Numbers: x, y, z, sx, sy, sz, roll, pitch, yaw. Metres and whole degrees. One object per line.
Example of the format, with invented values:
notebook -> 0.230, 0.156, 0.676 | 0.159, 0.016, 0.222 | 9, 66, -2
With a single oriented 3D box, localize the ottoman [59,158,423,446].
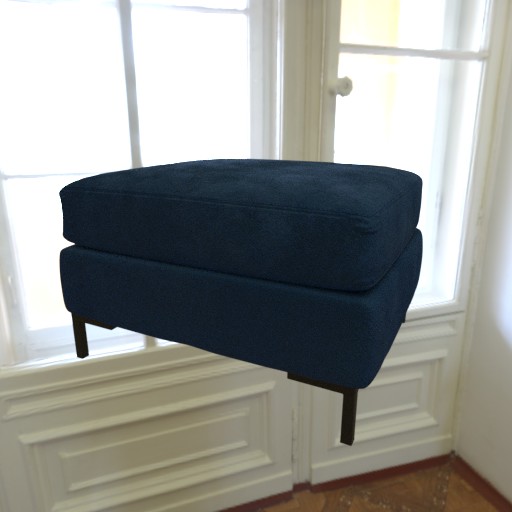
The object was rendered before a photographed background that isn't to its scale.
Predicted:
ottoman -> 0.000, 0.000, 1.190 | 0.794, 0.485, 0.655 | 9, 19, 26
